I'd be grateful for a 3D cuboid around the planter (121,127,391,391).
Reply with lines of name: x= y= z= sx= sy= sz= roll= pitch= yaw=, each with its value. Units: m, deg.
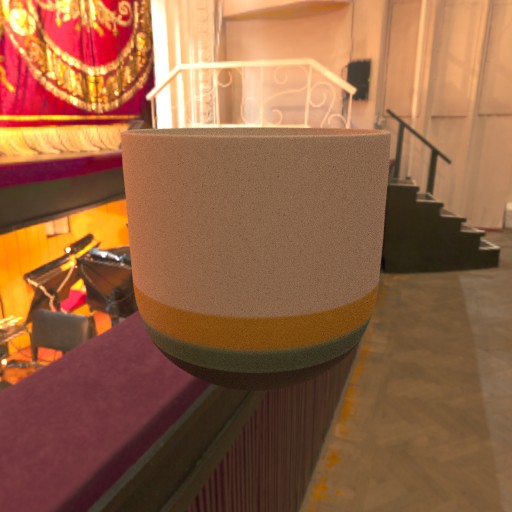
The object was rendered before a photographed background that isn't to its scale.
planter: x=0.000 y=0.000 z=0.494 sx=0.268 sy=0.270 sz=0.268 roll=0 pitch=18 yaw=0
